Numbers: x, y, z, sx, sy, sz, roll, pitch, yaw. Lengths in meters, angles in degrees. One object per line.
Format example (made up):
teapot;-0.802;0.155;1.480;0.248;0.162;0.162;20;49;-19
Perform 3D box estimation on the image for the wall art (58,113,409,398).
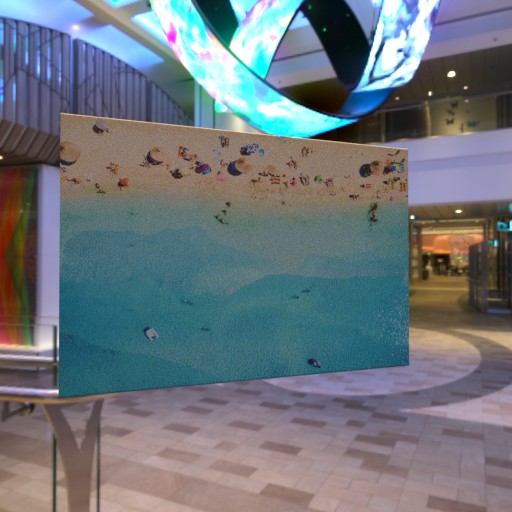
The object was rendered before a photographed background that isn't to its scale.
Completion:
wall art;0.000;0.000;1.401;1.136;0.769;0.040;0;-1;-20
